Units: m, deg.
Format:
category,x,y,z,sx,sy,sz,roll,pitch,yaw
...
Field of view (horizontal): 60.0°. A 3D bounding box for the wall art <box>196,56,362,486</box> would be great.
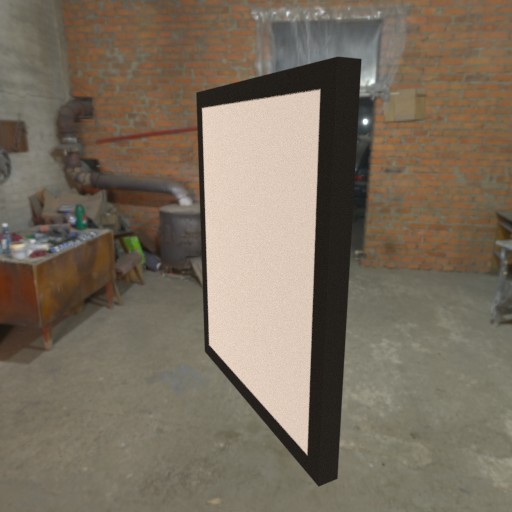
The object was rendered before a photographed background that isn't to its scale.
category,x,y,z,sx,sy,sz,roll,pitch,yaw
wall art,0.000,0.000,0.545,0.024,0.404,0.329,-8,17,-26
